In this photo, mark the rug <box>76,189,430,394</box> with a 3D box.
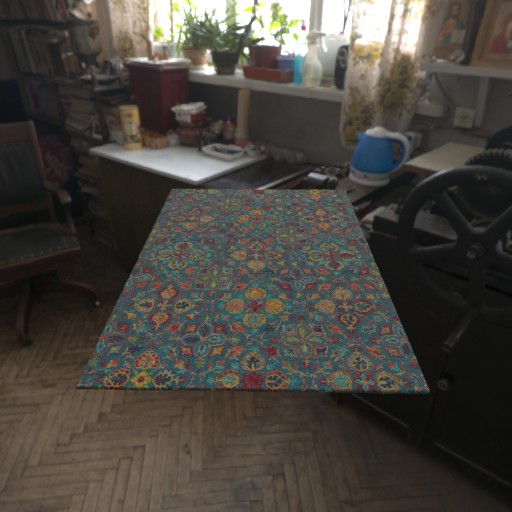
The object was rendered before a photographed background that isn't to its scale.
[{"bbox_3d":[0.000,0.000,2.309,1.216,0.014,1.836,0,30,1],"label":"rug"}]
